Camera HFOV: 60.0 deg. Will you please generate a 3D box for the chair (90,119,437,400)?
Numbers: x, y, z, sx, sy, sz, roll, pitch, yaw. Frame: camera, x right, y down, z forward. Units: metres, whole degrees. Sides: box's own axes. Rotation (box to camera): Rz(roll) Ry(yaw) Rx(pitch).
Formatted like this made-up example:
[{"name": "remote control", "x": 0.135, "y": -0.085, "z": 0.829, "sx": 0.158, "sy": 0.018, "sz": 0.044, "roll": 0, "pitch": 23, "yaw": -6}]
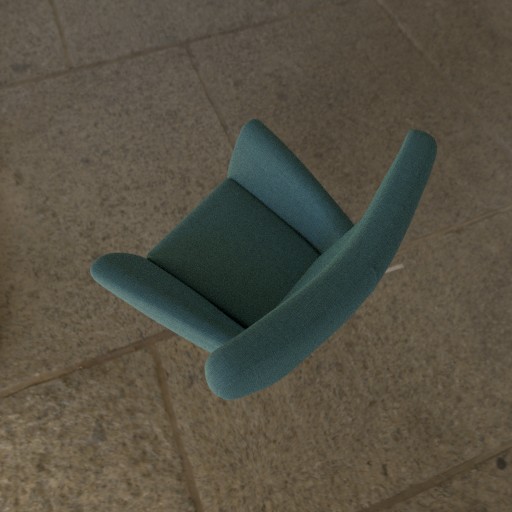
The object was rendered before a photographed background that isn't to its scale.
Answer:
[{"name": "chair", "x": 0.000, "y": 0.000, "z": 1.737, "sx": 0.900, "sy": 0.980, "sz": 1.050, "roll": 36, "pitch": 68, "yaw": 17}]
